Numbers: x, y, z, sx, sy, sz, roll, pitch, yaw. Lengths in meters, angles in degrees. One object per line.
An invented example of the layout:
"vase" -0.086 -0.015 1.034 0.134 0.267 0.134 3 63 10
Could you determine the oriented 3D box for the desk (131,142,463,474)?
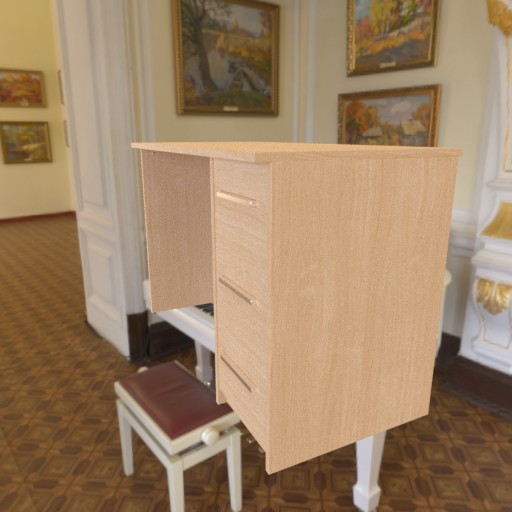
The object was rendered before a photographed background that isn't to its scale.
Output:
"desk" 0.000 0.000 1.509 0.560 0.735 1.097 -8 17 -26
